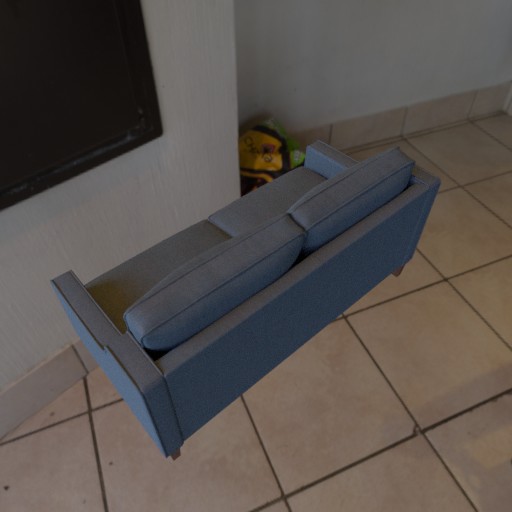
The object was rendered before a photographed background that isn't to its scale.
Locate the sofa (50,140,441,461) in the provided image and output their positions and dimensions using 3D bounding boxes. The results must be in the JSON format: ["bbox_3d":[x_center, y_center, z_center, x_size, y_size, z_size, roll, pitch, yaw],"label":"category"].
[{"bbox_3d":[0.000,0.000,2.808,2.178,1.071,1.066,-32,54,-27],"label":"sofa"}]
